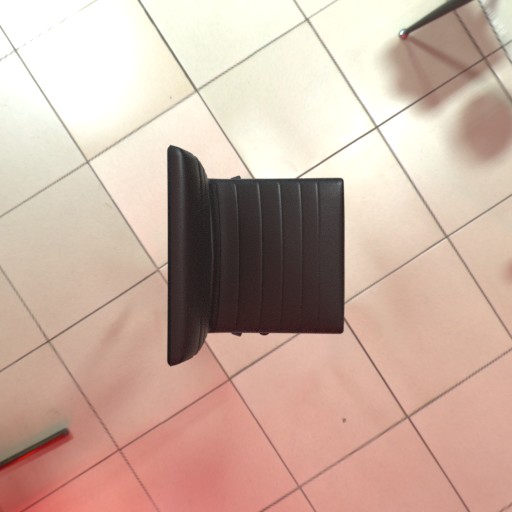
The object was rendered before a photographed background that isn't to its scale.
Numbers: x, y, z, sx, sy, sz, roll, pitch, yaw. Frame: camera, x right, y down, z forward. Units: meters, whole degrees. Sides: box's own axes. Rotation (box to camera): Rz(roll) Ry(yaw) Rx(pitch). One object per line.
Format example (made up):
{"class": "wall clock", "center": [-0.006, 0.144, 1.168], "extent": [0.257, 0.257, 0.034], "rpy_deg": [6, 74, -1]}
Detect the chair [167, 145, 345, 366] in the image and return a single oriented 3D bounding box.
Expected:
{"class": "chair", "center": [0.000, 0.000, 1.157], "extent": [0.530, 0.780, 0.556], "rpy_deg": [0, 90, -1]}
